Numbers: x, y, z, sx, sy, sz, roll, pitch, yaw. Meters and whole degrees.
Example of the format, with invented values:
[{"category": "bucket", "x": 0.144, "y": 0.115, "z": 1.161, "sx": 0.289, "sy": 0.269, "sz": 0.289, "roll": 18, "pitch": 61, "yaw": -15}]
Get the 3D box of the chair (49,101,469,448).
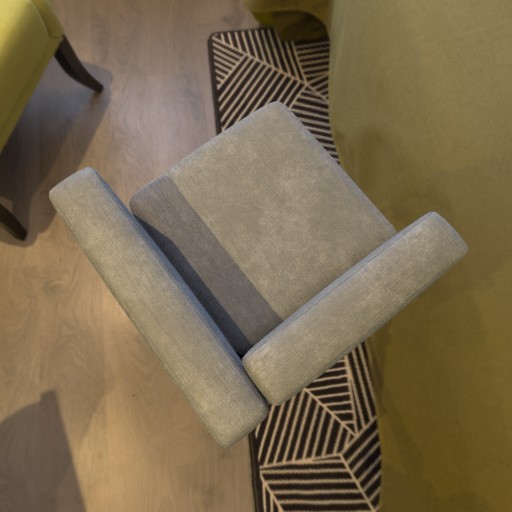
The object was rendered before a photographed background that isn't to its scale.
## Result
[{"category": "chair", "x": 0.000, "y": 0.000, "z": 1.234, "sx": 0.680, "sy": 0.660, "sz": 0.680, "roll": -37, "pitch": 78, "yaw": -9}]
